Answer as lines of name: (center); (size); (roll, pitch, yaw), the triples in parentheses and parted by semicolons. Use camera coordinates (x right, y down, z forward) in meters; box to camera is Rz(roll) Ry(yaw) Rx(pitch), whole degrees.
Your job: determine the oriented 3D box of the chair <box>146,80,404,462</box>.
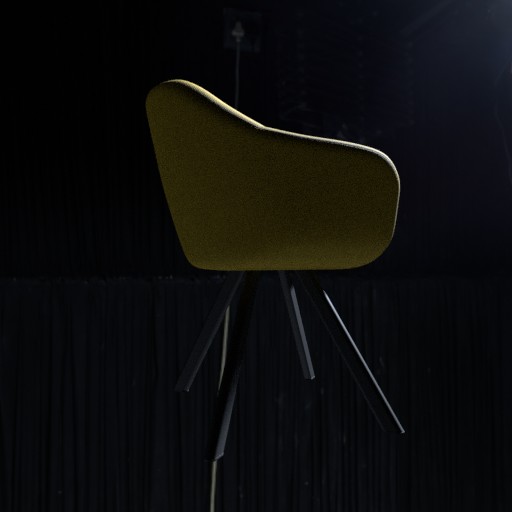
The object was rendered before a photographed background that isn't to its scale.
chair: (0.000, 0.000, 1.141); (0.550, 0.795, 0.590); (0, 0, -18)
